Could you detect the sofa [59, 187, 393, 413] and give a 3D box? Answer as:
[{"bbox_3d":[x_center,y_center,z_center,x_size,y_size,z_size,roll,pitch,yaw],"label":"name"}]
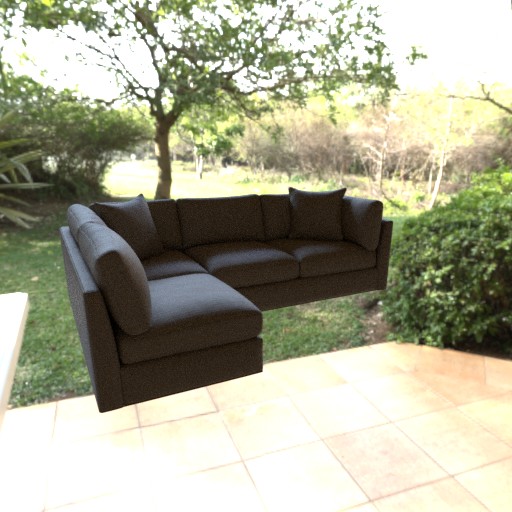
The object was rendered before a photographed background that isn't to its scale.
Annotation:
[{"bbox_3d":[0.000,0.000,3.713,2.896,0.978,1.994,-7,16,-26],"label":"sofa"}]
